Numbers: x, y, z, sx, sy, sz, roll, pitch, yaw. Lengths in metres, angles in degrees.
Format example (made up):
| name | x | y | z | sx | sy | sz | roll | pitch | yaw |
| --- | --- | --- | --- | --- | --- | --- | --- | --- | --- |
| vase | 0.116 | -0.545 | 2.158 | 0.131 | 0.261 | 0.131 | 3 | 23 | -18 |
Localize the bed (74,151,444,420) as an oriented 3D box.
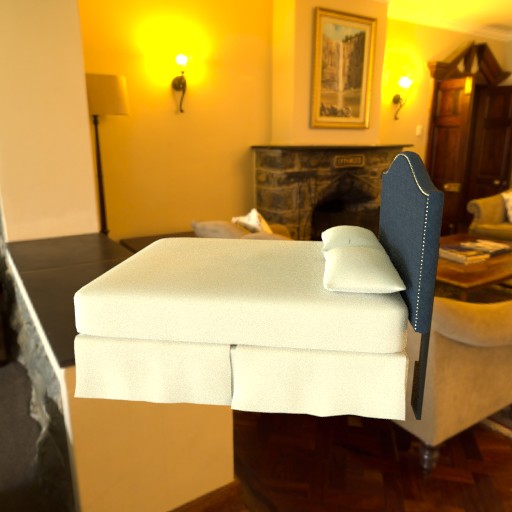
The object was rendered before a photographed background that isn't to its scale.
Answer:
| name | x | y | z | sx | sy | sz | roll | pitch | yaw |
| --- | --- | --- | --- | --- | --- | --- | --- | --- | --- |
| bed | 0.000 | 0.000 | 3.275 | 2.153 | 1.518 | 1.713 | 2 | 15 | 7 |
